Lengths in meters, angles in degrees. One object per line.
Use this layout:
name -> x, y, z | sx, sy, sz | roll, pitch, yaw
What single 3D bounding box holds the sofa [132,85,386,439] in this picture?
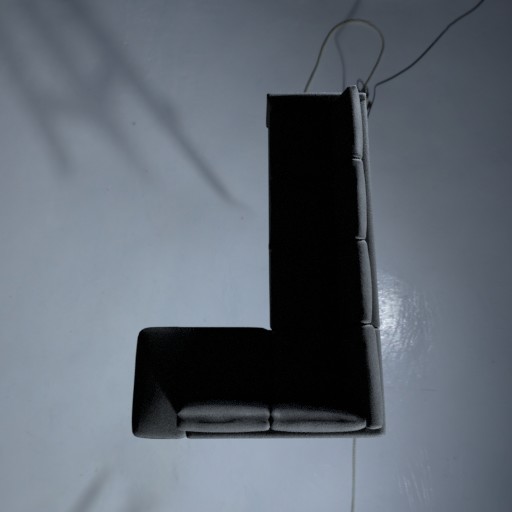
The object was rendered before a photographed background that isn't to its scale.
sofa -> 0.000, 0.000, 3.848 | 1.984, 0.858, 2.972 | 0, 77, 0
